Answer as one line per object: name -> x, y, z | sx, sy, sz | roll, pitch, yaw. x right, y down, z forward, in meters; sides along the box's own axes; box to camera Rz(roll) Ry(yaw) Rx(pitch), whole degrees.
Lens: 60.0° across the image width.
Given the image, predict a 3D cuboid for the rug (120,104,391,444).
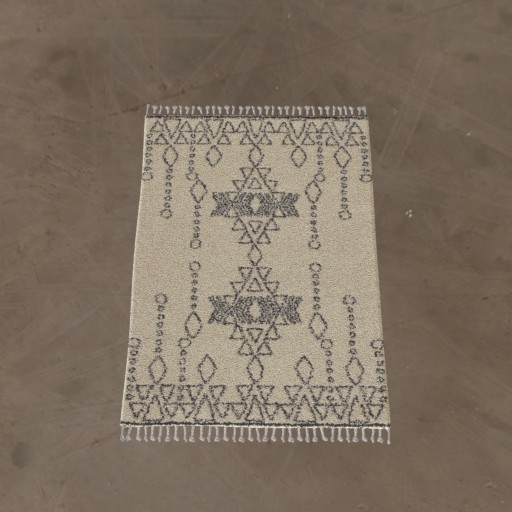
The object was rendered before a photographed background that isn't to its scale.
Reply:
rug -> 0.000, 0.000, 3.851 | 2.125, 0.028, 3.027 | 0, 74, 0
